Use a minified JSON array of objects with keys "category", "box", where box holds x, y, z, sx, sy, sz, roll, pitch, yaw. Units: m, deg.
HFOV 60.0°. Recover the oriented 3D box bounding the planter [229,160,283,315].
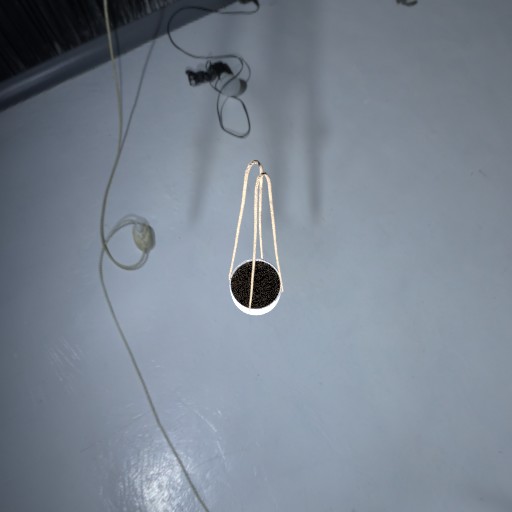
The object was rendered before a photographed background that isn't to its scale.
[{"category":"planter","box":[0.000,0.000,0.949,0.146,0.841,0.146,-31,77,-8]}]
